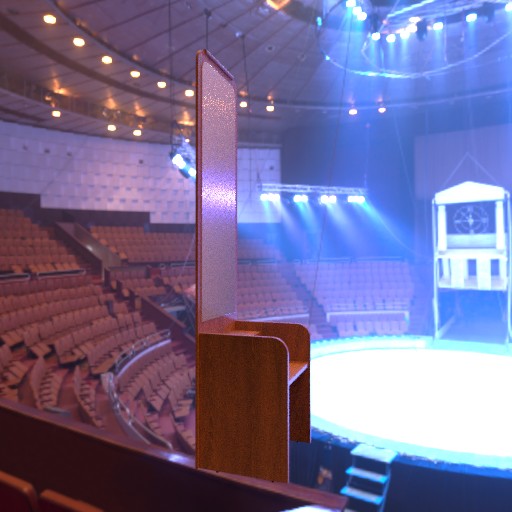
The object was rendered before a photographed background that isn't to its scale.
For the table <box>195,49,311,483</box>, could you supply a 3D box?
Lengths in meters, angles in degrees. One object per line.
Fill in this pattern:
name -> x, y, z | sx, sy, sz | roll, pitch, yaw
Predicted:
table -> 0.000, 0.000, 2.043 | 0.420, 1.830, 0.450 | 0, 0, 19
